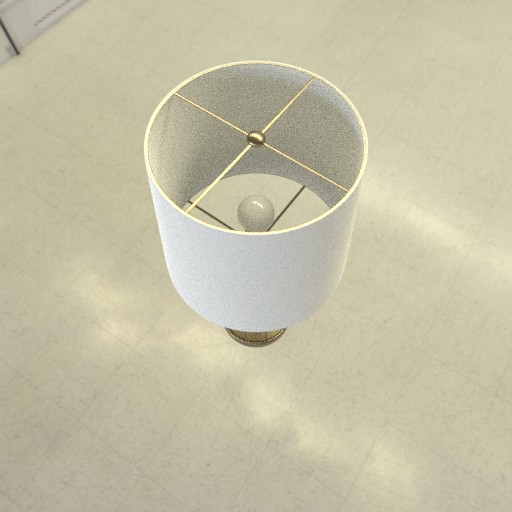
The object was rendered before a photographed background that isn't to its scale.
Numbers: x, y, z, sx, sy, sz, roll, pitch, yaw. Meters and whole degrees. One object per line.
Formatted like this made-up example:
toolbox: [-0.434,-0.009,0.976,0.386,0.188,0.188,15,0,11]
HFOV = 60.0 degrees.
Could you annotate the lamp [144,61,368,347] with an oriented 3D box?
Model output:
lamp: [0.000,0.000,0.784,0.303,0.618,0.303,0,63,0]
